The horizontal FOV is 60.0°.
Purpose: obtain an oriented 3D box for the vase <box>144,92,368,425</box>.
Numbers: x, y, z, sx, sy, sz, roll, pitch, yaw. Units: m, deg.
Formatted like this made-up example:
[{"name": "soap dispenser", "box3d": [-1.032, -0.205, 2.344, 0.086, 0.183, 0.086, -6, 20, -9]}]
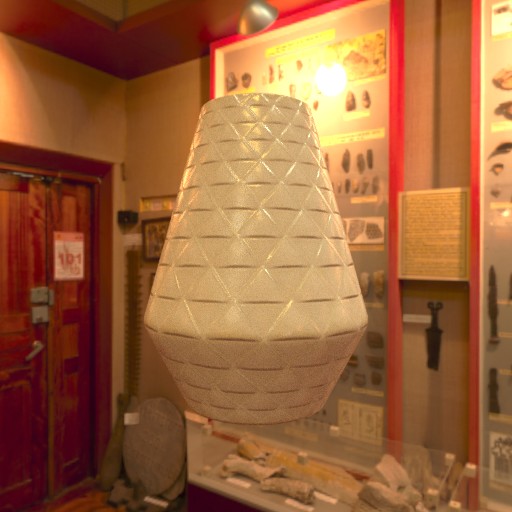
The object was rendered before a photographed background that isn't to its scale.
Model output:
[{"name": "vase", "box3d": [0.000, 0.000, 0.355, 0.175, 0.230, 0.175, 0, 1, 0]}]
